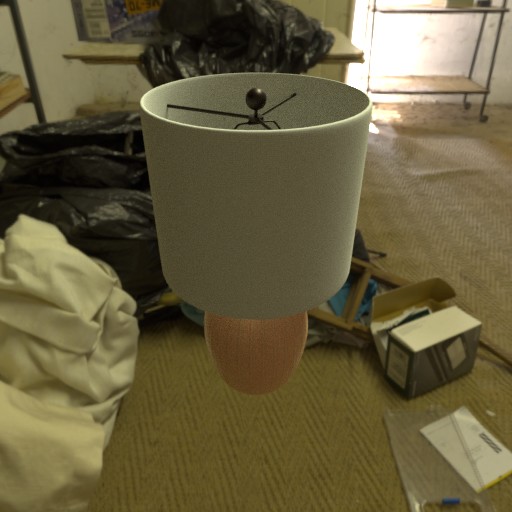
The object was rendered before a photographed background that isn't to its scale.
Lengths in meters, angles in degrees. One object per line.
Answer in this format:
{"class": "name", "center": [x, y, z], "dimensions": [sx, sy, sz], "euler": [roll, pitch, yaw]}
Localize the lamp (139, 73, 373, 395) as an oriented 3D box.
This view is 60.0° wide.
{"class": "lamp", "center": [0.000, 0.000, 0.785], "dimensions": [0.329, 0.570, 0.329], "euler": [0, 33, 0]}
